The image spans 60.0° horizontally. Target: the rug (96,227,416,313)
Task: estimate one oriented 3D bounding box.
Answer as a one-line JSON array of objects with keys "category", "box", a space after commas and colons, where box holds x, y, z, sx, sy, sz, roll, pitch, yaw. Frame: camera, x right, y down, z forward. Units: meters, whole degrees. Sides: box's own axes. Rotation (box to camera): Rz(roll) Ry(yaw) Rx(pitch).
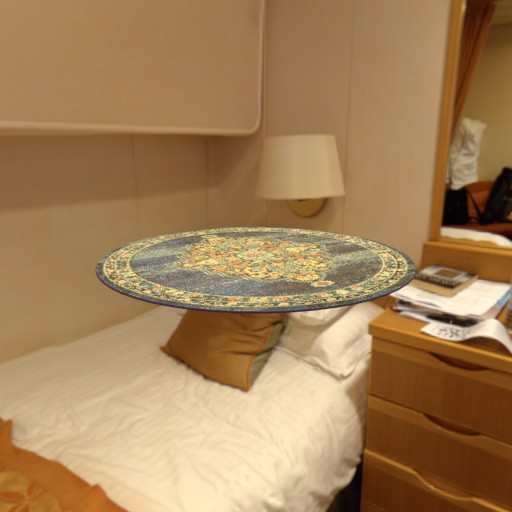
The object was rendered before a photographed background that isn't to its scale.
[{"category": "rug", "box": [0.000, 0.000, 3.490, 2.386, 0.014, 2.386, 0, 14, 0]}]
